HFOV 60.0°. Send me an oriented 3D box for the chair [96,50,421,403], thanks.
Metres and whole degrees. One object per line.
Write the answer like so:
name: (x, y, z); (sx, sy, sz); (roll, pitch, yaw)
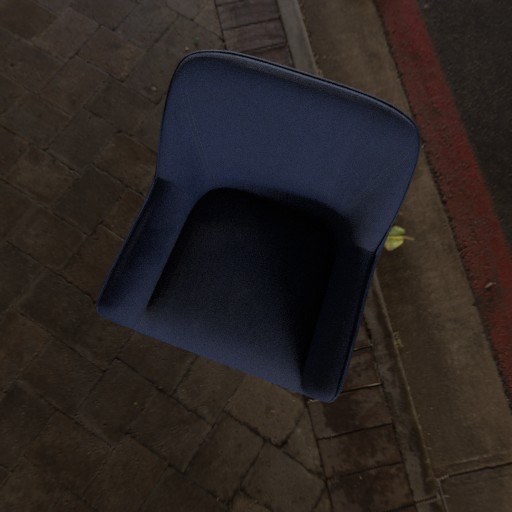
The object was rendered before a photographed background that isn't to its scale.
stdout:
chair: (0.000, 0.000, 1.214); (0.600, 0.820, 0.600); (20, 76, 5)
